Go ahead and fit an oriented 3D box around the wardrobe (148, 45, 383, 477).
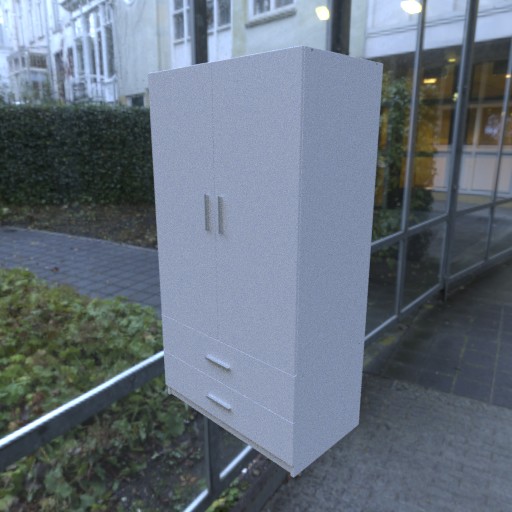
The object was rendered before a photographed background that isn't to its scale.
[{"bbox_3d":[0.000,0.000,2.300,0.991,1.808,0.577,14,20,43],"label":"wardrobe"}]
